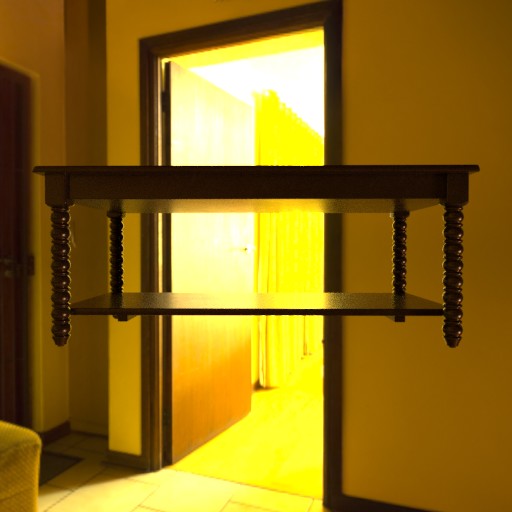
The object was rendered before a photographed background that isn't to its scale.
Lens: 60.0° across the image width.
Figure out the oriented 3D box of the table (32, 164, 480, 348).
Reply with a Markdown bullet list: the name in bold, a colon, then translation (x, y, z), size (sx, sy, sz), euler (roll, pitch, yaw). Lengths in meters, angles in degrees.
- **table**: translation (0.000, 0.000, 1.443), size (1.171, 0.487, 0.580), euler (0, 1, 1)
